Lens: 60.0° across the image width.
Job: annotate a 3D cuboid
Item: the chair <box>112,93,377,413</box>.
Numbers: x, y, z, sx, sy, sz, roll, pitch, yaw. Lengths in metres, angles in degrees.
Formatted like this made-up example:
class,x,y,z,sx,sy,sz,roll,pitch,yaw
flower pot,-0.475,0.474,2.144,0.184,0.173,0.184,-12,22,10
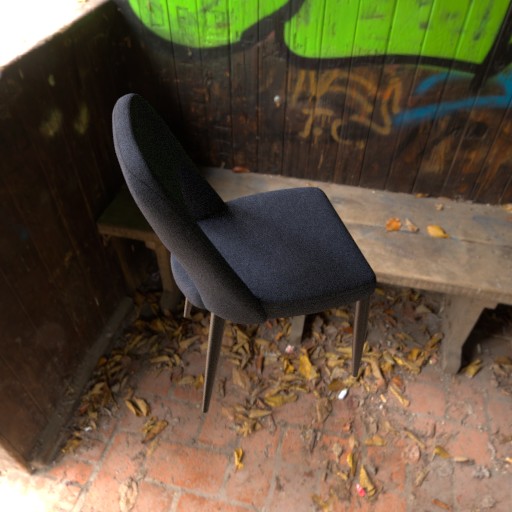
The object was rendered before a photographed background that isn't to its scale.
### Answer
class,x,y,z,sx,sy,sz,roll,pitch,yaw
chair,0.000,0.000,1.286,0.612,0.931,0.470,-11,46,-11
